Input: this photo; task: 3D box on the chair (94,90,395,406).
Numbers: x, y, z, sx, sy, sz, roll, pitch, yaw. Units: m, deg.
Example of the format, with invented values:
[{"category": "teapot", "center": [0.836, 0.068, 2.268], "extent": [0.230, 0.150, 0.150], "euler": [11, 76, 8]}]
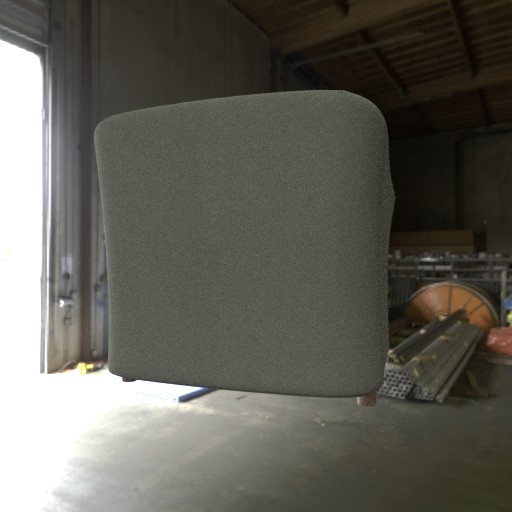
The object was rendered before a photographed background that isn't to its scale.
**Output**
[{"category": "chair", "center": [0.000, 0.000, 1.329], "extent": [0.790, 0.720, 0.700], "euler": [0, -1, 18]}]
